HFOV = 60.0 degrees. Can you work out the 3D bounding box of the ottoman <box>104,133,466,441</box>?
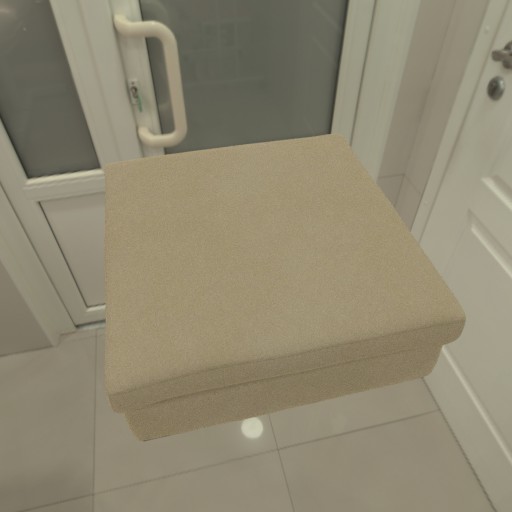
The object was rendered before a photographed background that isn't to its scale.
[{"bbox_3d":[0.000,0.000,1.871,1.190,0.522,1.205,-10,47,-9],"label":"ottoman"}]
